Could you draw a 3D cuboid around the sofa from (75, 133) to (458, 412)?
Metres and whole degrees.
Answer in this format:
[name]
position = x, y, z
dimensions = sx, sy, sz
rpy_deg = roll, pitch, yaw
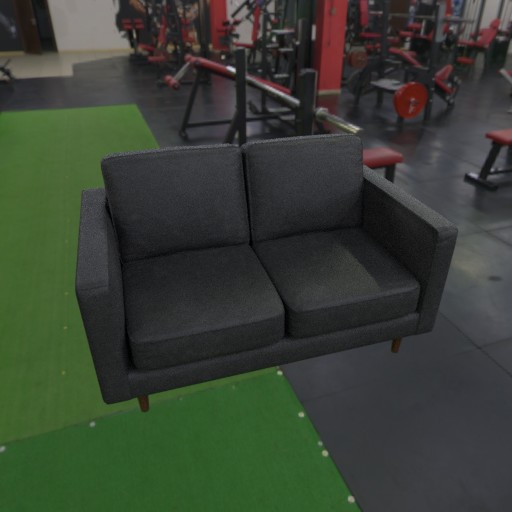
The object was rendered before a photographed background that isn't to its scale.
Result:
[sofa]
position = 0.000, 0.000, 2.002
dimensions = 1.430, 0.899, 0.879
rpy_deg = -9, 32, -15
